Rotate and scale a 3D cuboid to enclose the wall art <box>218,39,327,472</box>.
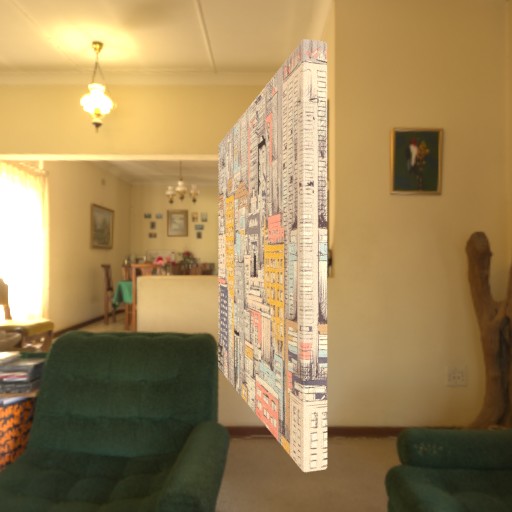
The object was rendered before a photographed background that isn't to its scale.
[{"bbox_3d":[0.000,0.000,0.914,0.038,0.608,0.607,0,0,-16],"label":"wall art"}]
